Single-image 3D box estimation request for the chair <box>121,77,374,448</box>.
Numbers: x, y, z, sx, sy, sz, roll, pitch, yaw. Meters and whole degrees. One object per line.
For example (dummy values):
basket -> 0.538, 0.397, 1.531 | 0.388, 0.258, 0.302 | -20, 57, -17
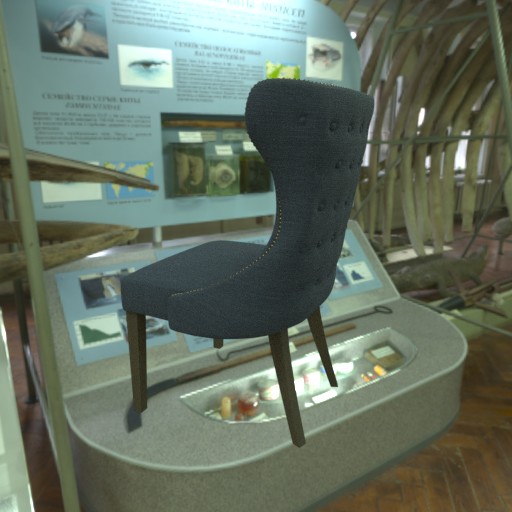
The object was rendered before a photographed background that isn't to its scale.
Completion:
chair -> 0.000, 0.000, 1.376 | 0.635, 0.967, 0.628 | 7, 17, 25
